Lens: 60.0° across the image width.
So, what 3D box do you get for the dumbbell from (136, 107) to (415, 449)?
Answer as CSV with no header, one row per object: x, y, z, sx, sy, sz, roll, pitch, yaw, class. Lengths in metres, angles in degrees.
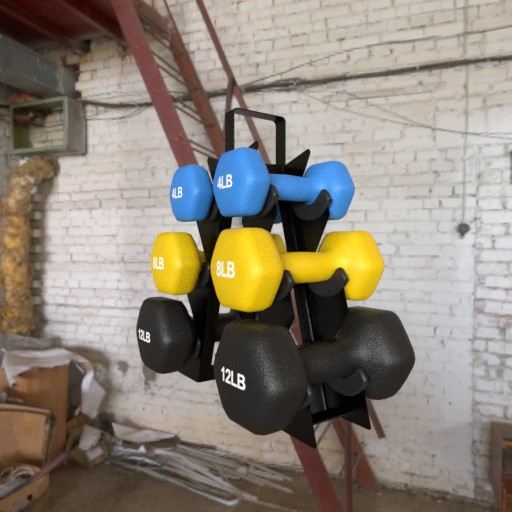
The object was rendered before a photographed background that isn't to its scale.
0.000,0.000,0.672,0.255,0.426,0.409,-1,2,-34,dumbbell
